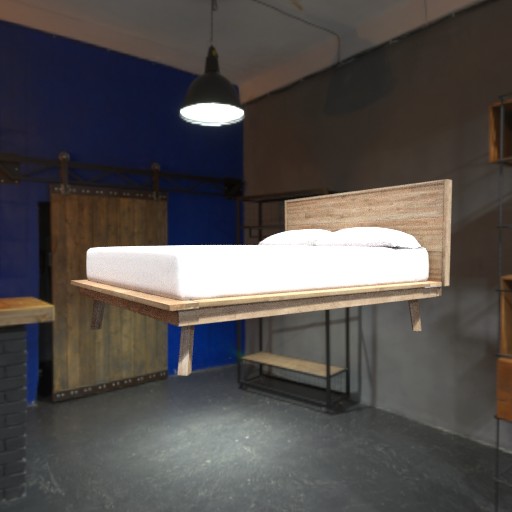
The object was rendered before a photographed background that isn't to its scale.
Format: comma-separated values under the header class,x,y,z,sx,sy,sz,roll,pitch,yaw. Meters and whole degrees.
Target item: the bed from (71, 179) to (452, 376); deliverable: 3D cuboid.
class,x,y,z,sx,sy,sz,roll,pitch,yaw
bed,0.000,0.000,3.209,2.145,1.071,1.759,-1,2,-36
